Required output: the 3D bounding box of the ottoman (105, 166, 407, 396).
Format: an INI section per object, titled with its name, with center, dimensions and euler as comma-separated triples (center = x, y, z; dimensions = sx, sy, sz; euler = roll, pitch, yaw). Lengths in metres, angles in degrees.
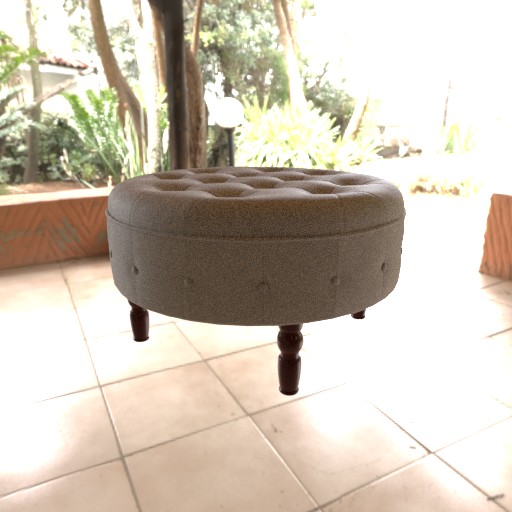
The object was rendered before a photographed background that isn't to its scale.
[ottoman]
center = 0.000, 0.000, 1.359
dimensions = 0.849, 0.478, 0.849
euler = 0, 17, 0
